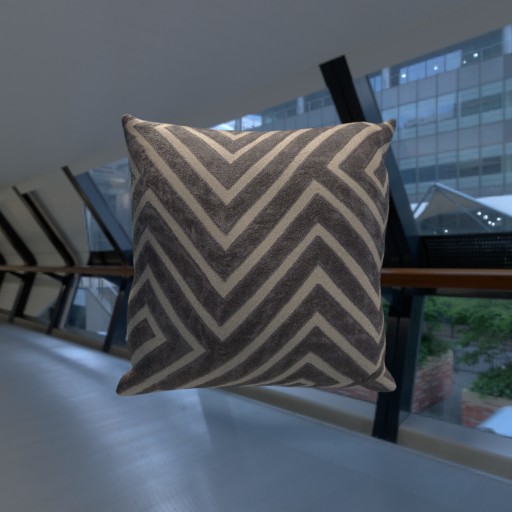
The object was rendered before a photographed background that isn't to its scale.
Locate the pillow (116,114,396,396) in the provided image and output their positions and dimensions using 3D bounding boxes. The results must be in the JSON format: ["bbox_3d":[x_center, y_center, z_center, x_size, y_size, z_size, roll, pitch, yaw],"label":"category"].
[{"bbox_3d":[0.000,0.000,0.689,0.440,0.441,0.182,0,0,0],"label":"pillow"}]
